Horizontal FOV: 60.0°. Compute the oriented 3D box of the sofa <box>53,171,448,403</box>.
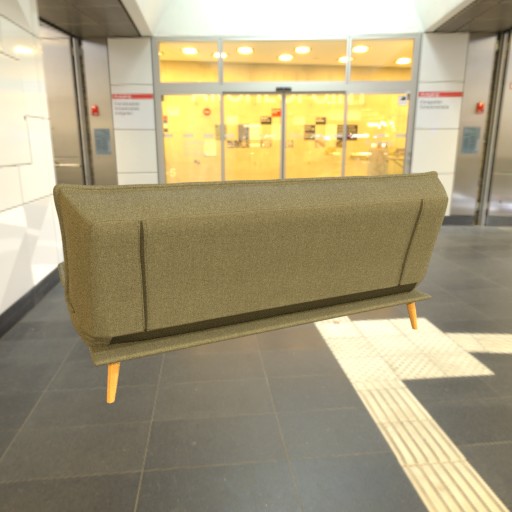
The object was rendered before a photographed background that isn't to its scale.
[{"bbox_3d":[0.000,0.000,2.391,1.940,0.890,0.950,-7,16,-25],"label":"sofa"}]
